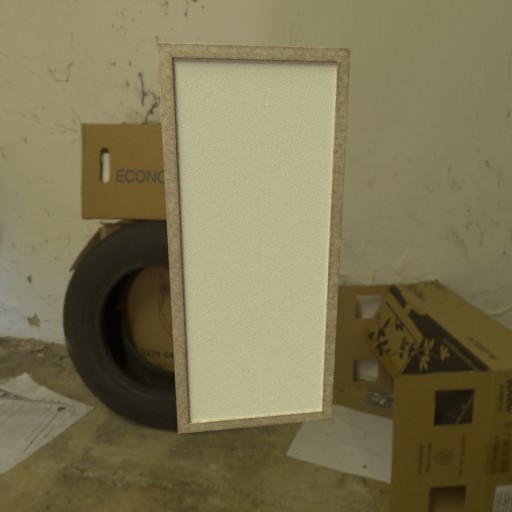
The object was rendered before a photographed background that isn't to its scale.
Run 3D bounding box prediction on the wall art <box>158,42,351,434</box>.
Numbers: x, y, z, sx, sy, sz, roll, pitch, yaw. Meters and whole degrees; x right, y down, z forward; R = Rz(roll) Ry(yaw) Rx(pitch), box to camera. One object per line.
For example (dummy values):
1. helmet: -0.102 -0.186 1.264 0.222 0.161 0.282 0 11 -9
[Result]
1. wall art: 0.000 0.000 1.684 0.648 1.461 0.051 -2 15 -8
